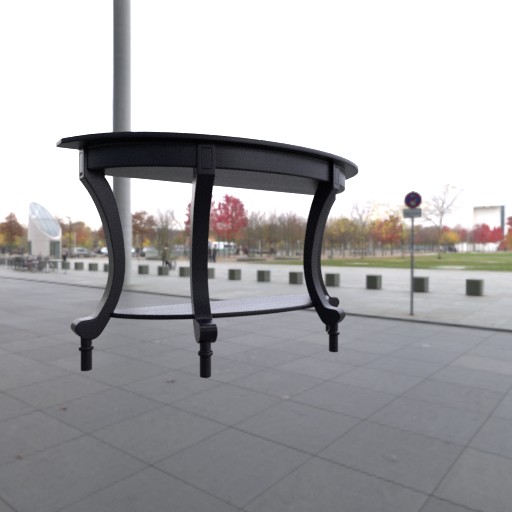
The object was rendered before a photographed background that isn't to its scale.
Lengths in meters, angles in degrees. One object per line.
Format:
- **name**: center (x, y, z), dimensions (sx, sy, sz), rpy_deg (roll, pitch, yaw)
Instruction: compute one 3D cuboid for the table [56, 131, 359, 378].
- **table**: center (0.000, 0.000, 1.529), dimensions (1.198, 0.692, 0.394), rpy_deg (-1, 1, -36)
